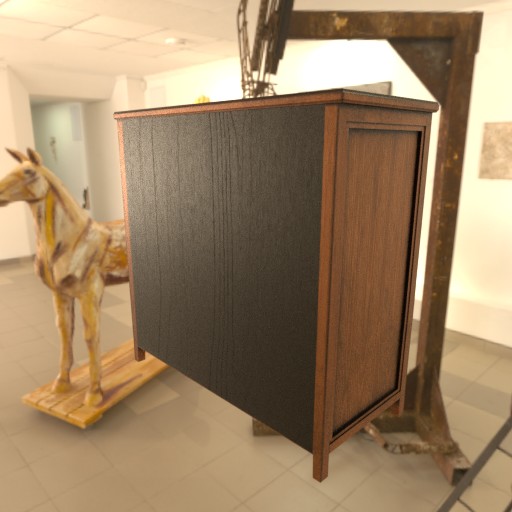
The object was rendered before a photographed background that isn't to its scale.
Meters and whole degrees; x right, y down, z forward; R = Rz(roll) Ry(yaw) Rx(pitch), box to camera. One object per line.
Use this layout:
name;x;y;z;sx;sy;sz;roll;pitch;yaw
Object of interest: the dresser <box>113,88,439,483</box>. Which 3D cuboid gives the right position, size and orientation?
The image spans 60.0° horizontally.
dresser;0.000;0.000;1.925;0.591;1.224;1.250;-13;19;-43
